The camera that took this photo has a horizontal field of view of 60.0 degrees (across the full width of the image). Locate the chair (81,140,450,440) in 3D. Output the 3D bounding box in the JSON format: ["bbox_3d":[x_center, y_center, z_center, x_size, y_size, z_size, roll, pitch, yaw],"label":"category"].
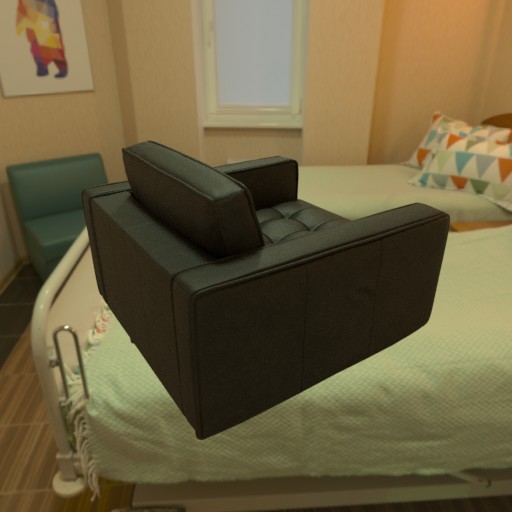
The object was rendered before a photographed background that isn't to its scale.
[{"bbox_3d":[0.000,0.000,1.548,0.914,0.763,0.889,-17,31,-30],"label":"chair"}]
